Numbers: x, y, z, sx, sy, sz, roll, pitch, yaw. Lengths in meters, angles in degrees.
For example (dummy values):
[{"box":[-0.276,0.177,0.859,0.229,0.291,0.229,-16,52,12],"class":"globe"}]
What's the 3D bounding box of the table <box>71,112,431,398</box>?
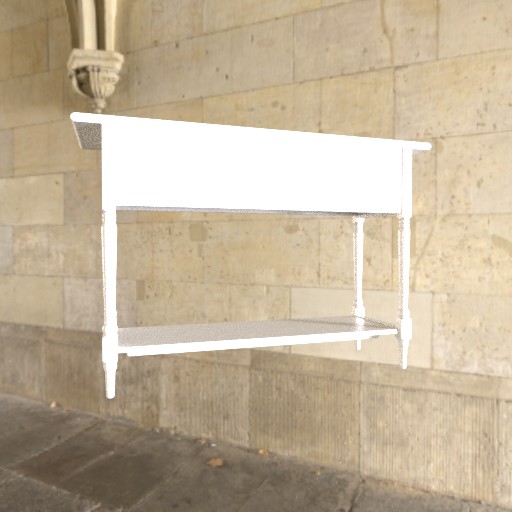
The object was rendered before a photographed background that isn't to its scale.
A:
[{"box":[0.000,0.000,1.595,1.197,0.808,0.384,0,1,-18],"class":"table"}]
